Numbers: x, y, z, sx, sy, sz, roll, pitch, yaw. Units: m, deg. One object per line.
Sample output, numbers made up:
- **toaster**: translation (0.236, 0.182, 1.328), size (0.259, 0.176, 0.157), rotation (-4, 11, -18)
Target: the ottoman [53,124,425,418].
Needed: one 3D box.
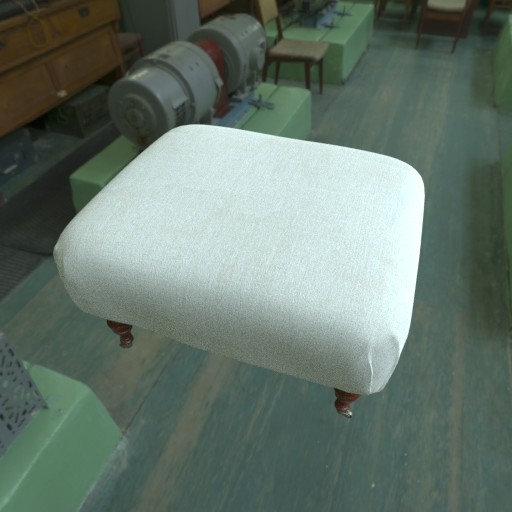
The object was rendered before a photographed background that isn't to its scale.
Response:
- **ottoman**: translation (0.000, 0.000, 1.123), size (0.747, 0.450, 0.622), rotation (13, 44, 14)
